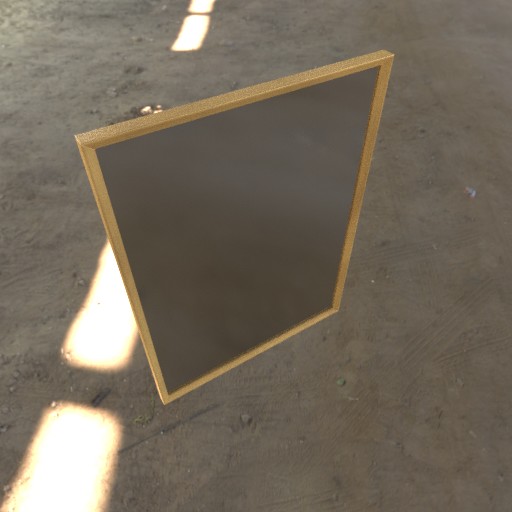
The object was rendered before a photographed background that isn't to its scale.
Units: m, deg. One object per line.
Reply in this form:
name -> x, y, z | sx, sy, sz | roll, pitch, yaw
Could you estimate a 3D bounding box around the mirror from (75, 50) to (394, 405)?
mirror -> 0.000, 0.000, 1.305 | 0.762, 1.016, 0.041 | -24, 50, -22
